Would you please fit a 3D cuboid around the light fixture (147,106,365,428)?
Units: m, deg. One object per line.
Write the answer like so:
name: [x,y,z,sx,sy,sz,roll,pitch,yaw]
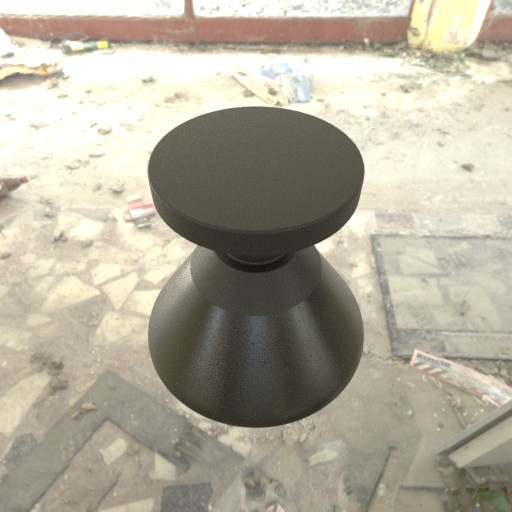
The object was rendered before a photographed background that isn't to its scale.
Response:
light fixture: [0.000,0.000,0.352,0.200,0.183,0.200,0,46,0]
